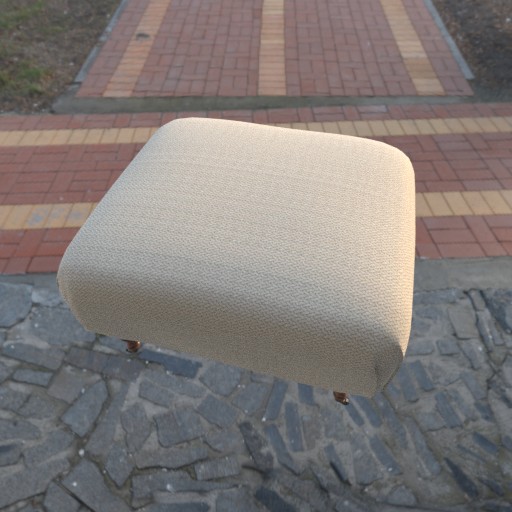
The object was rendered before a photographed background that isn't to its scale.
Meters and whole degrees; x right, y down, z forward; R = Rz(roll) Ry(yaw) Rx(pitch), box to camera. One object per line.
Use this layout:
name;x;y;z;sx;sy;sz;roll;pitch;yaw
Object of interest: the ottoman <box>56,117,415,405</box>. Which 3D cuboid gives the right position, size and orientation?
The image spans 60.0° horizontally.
ottoman;0.000;0.000;1.071;0.684;0.447;0.622;11;48;10
